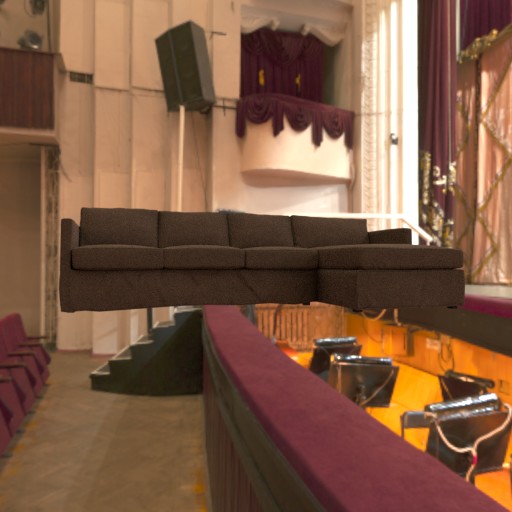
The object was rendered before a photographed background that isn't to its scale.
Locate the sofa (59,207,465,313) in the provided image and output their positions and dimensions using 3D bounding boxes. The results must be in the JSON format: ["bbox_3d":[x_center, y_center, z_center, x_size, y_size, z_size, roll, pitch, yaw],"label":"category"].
[{"bbox_3d":[0.000,0.000,3.948,3.205,0.922,1.650,0,-1,-17],"label":"sofa"}]
